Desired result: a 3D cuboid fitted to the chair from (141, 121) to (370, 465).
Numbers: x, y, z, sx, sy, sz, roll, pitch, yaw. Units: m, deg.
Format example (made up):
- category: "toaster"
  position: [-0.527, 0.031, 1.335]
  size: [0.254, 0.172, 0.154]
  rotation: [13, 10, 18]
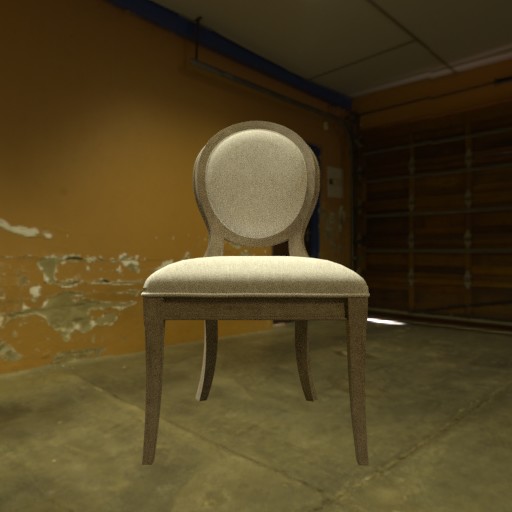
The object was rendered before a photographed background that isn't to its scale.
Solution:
- category: "chair"
  position: [0.000, 0.000, 1.348]
  size: [0.558, 0.990, 0.602]
  rotation: [0, -1, 0]
